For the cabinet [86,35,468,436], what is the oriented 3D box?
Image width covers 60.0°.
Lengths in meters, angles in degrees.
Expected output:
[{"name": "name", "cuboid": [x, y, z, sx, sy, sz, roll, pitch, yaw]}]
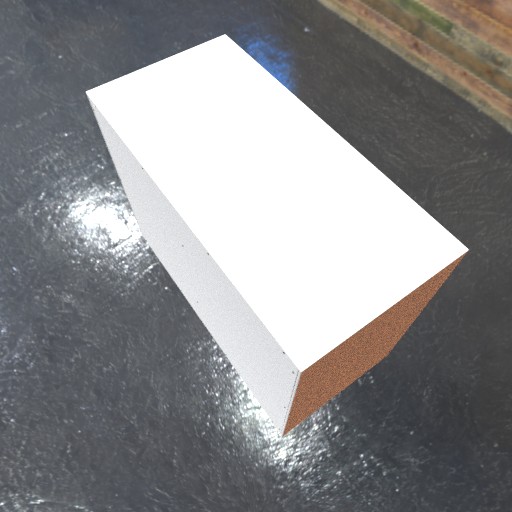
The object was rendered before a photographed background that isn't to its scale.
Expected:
[{"name": "cabinet", "cuboid": [0.000, 0.000, 1.237, 0.398, 0.761, 0.800, -31, 64, -17]}]
